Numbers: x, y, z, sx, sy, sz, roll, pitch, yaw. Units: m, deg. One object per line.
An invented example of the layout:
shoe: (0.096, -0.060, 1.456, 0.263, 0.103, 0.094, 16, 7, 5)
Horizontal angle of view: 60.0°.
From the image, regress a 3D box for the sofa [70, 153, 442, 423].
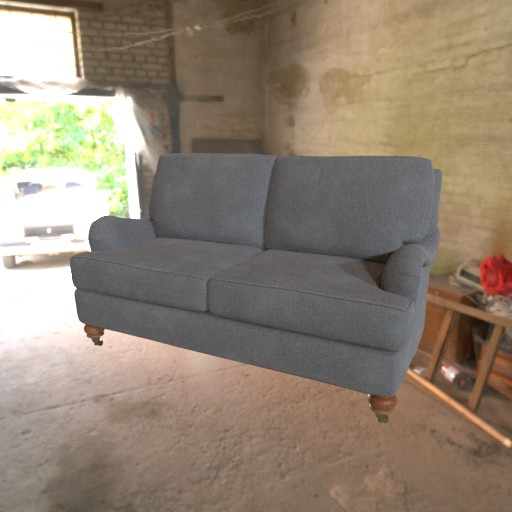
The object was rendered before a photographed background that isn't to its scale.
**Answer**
sofa: (0.000, 0.000, 2.491, 1.853, 1.101, 1.084, 7, 16, 26)
